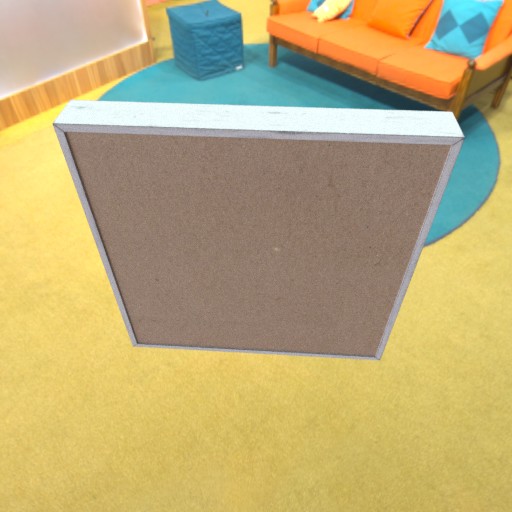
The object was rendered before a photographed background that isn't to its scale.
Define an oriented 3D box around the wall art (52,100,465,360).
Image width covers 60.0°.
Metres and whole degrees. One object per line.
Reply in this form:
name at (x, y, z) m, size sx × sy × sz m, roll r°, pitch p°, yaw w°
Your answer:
wall art at (0.000, 0.000, 0.449) m, size 0.305 × 0.305 × 0.038 m, roll 3°, pitch 46°, yaw 3°
